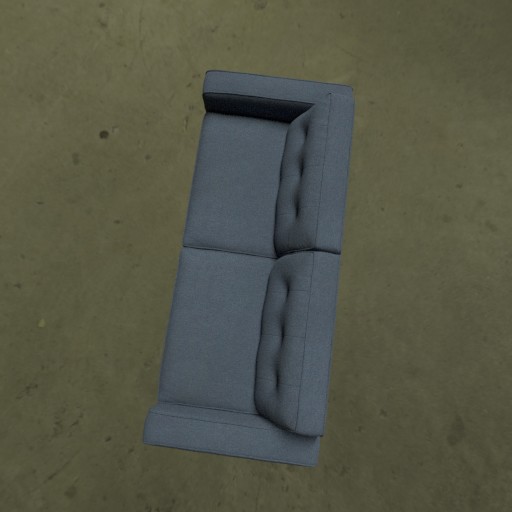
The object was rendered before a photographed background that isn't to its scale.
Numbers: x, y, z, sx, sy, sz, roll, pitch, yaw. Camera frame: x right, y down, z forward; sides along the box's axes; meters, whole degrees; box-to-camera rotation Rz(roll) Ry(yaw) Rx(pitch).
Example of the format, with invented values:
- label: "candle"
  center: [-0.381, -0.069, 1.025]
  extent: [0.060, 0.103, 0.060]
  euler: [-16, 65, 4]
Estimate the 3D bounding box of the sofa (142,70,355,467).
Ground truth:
- label: "sofa"
  center: [0.000, 0.000, 2.726]
  extent: [0.953, 0.782, 2.270]
  euler: [7, 78, 2]
